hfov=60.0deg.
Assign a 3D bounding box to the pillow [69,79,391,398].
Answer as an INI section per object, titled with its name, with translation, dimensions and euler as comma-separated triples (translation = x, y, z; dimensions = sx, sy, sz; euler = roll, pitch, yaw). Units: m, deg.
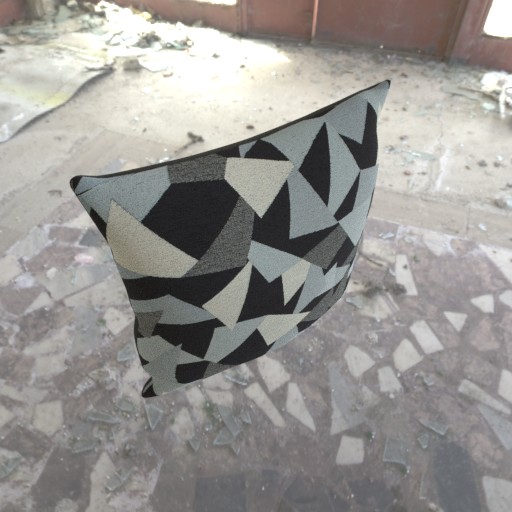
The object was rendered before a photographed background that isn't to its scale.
[pillow]
translation = 0.000, 0.000, 0.748
dimensions = 0.503, 0.496, 0.208
euler = -25, 51, -22
